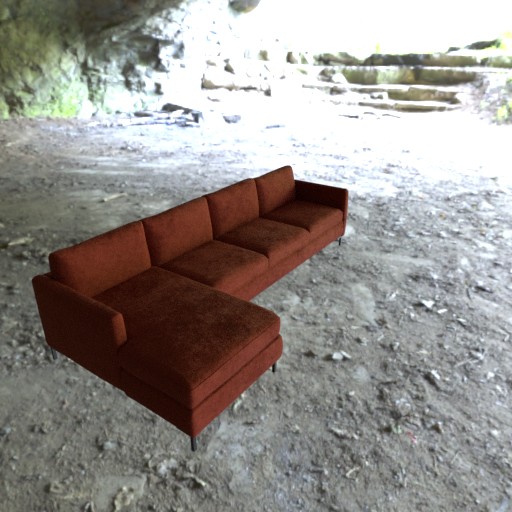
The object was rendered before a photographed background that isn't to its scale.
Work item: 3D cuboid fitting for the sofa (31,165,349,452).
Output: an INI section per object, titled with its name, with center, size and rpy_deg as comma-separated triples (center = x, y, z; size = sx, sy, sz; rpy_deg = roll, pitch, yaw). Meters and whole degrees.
[sofa]
center = 0.000, 0.000, 2.938
size = 1.136, 0.663, 2.467
rpy_deg = 17, 30, 32
